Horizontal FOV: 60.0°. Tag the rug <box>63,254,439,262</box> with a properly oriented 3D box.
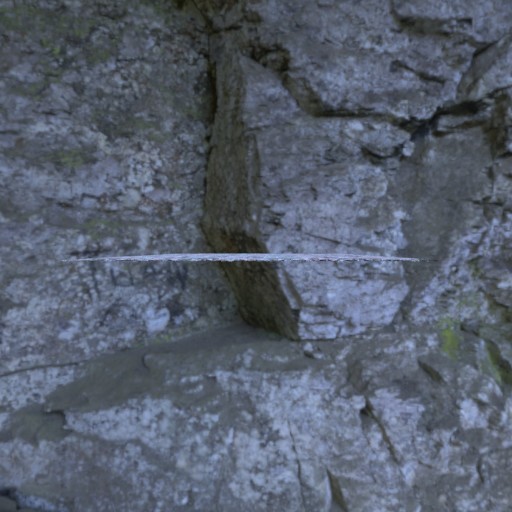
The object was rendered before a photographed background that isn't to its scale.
[{"bbox_3d":[0.000,0.000,2.985,1.524,0.011,2.438,0,1,1],"label":"rug"}]
